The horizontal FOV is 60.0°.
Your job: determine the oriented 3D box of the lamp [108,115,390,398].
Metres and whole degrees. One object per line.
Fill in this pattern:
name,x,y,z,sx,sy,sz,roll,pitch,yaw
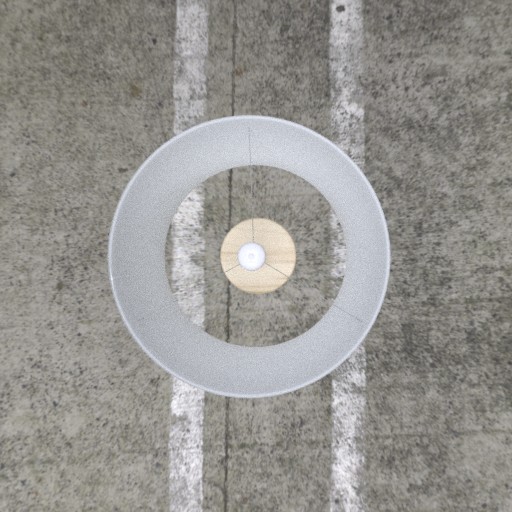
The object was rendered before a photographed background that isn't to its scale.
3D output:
lamp,0.000,0.000,0.589,0.229,0.470,0.229,0,90,2
